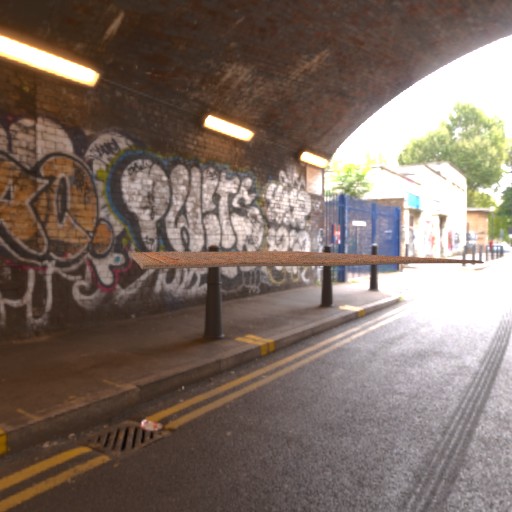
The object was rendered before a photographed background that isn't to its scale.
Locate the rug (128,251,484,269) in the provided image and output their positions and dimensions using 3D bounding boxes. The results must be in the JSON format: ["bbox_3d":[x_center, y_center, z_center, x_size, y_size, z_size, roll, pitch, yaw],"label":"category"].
[{"bbox_3d":[0.000,0.000,3.799,2.043,0.026,2.901,-1,2,-17],"label":"rug"}]
